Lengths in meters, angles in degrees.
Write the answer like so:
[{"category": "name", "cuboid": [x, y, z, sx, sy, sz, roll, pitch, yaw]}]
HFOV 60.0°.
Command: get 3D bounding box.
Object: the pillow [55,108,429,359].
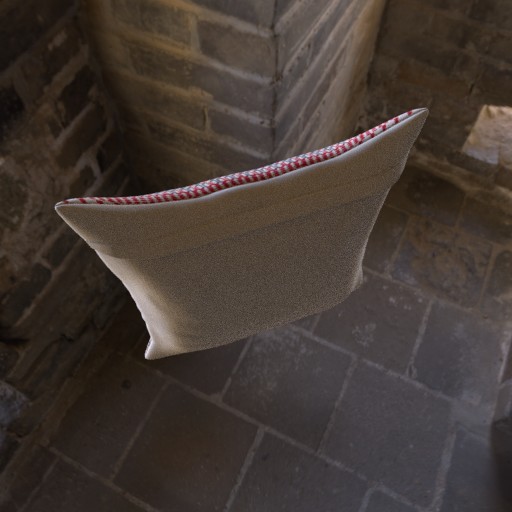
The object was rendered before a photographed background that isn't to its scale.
[{"category": "pillow", "cuboid": [0.000, 0.000, 0.708, 0.463, 0.454, 0.160, -17, 58, -11]}]
